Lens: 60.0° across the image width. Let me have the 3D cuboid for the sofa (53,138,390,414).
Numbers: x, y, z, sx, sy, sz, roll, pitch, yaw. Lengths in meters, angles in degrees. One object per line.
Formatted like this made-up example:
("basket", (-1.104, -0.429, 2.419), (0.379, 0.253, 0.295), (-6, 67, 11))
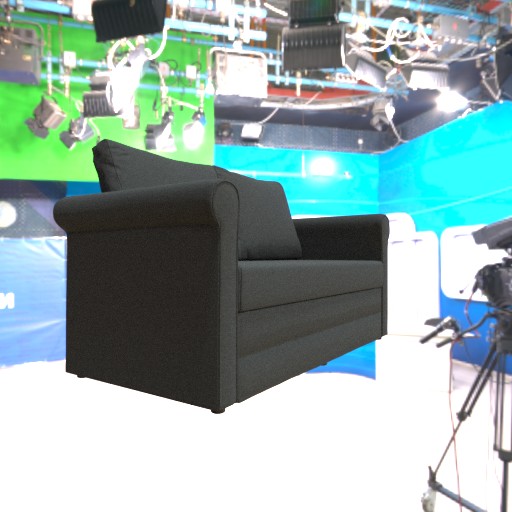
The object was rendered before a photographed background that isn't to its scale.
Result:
("sofa", (0.000, 0.000, 1.958), (0.741, 0.872, 1.460), (0, 0, 35))
